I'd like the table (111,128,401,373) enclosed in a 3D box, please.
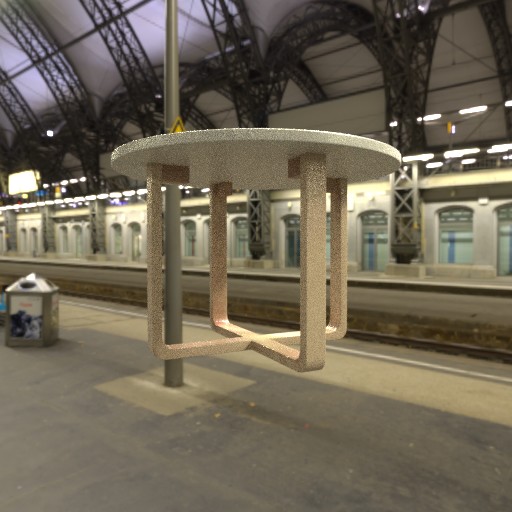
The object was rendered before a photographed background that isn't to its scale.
[{"bbox_3d":[0.000,0.000,0.970,0.600,0.400,0.600,0,2,0],"label":"table"}]
